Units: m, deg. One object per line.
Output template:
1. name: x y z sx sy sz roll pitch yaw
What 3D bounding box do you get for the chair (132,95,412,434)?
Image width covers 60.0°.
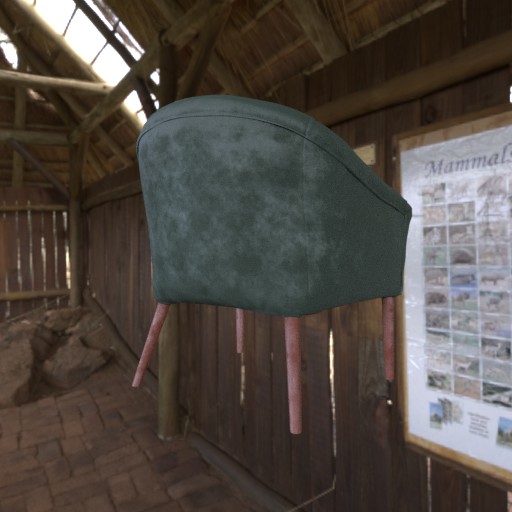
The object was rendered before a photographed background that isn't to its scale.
1. chair: 0.000 0.000 1.520 0.851 0.885 0.776 1 1 37
